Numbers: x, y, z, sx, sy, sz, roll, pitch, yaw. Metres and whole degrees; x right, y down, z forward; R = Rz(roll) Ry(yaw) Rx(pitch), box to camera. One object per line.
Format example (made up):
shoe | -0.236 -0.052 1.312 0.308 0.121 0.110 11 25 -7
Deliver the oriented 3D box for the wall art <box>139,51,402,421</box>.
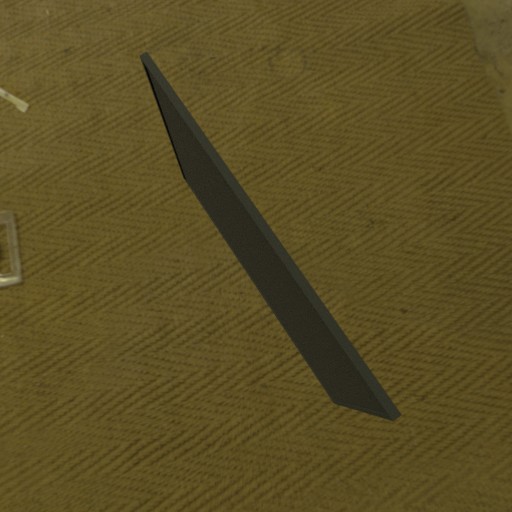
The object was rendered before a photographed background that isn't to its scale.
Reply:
wall art | 0.000 0.000 1.537 0.028 0.805 1.190 -32 77 -9
